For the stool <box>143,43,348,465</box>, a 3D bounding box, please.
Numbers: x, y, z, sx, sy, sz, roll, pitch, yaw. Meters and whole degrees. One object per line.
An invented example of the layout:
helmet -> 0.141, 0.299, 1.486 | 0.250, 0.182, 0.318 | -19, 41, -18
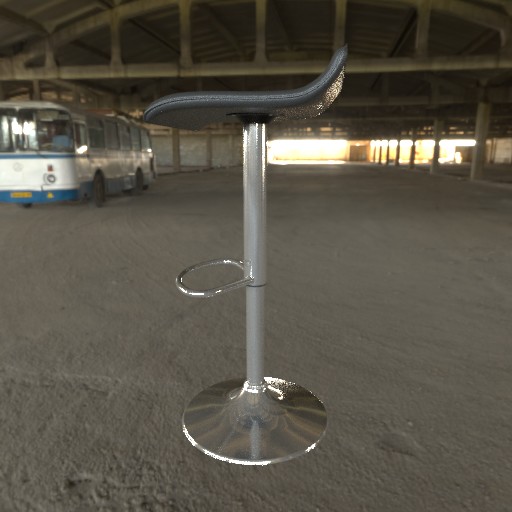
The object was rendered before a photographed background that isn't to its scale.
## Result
stool -> 0.000, 0.000, 1.059 | 0.381, 0.851, 0.381 | 2, 13, 9
